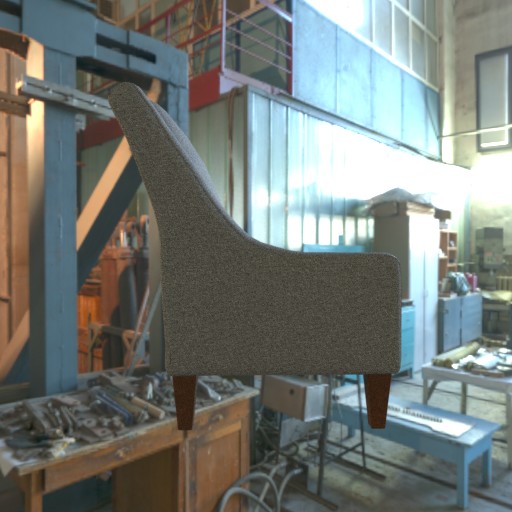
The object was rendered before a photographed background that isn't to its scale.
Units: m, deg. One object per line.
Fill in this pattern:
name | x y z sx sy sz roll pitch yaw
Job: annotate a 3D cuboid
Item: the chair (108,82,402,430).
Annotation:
chair | 0.000 0.000 1.648 0.870 1.016 0.774 0 1 -1
